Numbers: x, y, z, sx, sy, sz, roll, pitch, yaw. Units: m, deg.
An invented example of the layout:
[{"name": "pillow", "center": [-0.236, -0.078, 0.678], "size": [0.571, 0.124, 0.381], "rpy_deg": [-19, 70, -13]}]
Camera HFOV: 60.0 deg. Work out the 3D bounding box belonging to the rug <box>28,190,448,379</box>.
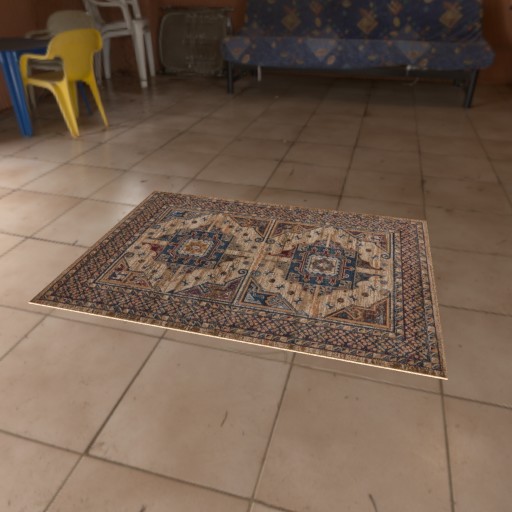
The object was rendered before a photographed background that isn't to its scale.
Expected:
[{"name": "rug", "center": [0.000, 0.000, 2.913], "size": [2.227, 0.008, 1.611], "rpy_deg": [8, 33, 12]}]
